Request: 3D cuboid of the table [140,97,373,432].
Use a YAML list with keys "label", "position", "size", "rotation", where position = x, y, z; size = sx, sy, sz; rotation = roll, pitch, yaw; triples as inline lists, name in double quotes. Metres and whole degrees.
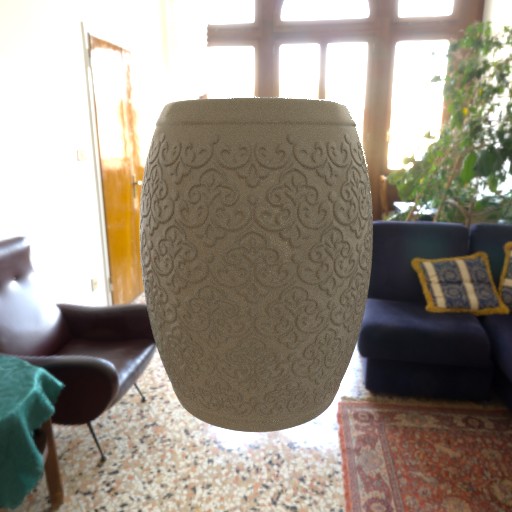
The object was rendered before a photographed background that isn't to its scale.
- label: "table"
  position: [0.000, 0.000, 0.612]
  size: [0.309, 0.397, 0.309]
  rotation: [0, 15, 0]
